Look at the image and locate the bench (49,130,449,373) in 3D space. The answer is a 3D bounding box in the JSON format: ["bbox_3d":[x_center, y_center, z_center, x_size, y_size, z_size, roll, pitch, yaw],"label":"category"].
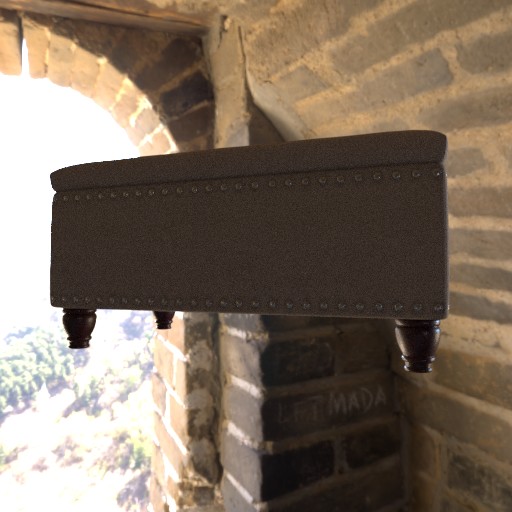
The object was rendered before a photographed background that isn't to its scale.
[{"bbox_3d":[0.000,0.000,1.142,0.887,0.449,0.500,-1,-2,19],"label":"bench"}]
